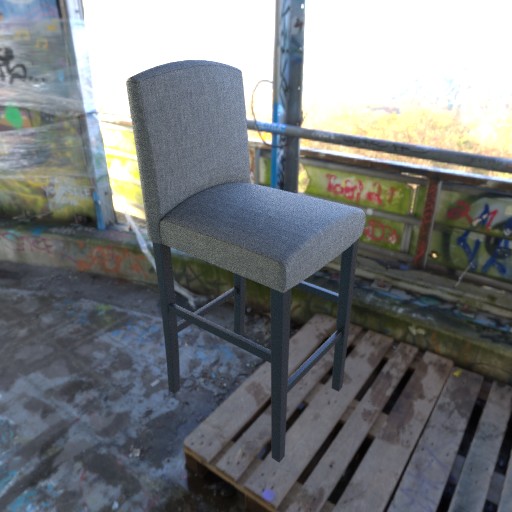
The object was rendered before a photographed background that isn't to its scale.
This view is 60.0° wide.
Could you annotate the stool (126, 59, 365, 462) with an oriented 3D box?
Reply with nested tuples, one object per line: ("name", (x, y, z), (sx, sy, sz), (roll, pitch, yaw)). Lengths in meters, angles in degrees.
("stool", (0.000, 0.000, 1.422), (0.552, 1.138, 0.451), (19, 33, 33))
